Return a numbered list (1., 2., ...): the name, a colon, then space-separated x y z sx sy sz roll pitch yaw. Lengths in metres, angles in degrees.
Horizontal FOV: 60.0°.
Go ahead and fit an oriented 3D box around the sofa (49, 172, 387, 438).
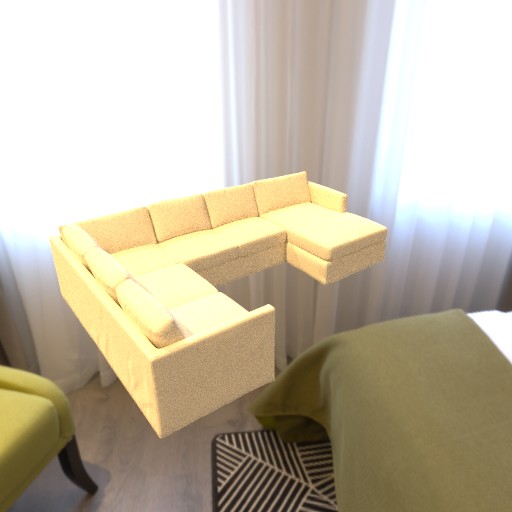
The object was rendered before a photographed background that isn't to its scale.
1. sofa: 0.000 0.000 4.657 3.460 0.882 2.427 -18 32 -33
